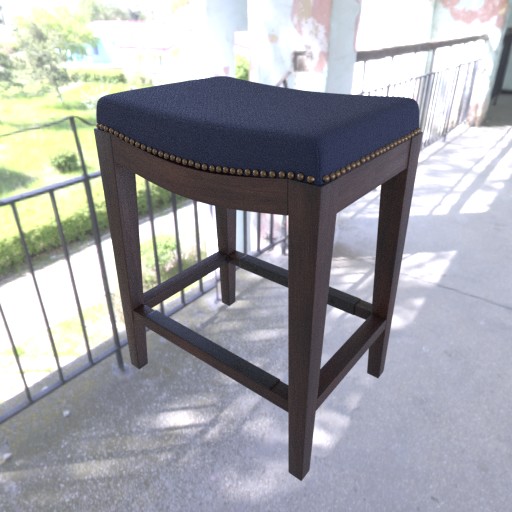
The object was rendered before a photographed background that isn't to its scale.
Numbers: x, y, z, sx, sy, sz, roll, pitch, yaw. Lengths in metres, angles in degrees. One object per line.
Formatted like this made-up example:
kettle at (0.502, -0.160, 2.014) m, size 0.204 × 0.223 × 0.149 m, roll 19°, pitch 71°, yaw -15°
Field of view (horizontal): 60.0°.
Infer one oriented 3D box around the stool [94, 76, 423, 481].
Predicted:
stool at (0.000, 0.000, 0.926) m, size 0.500 × 0.642 × 0.361 m, roll 21°, pitch 36°, yaw 33°
